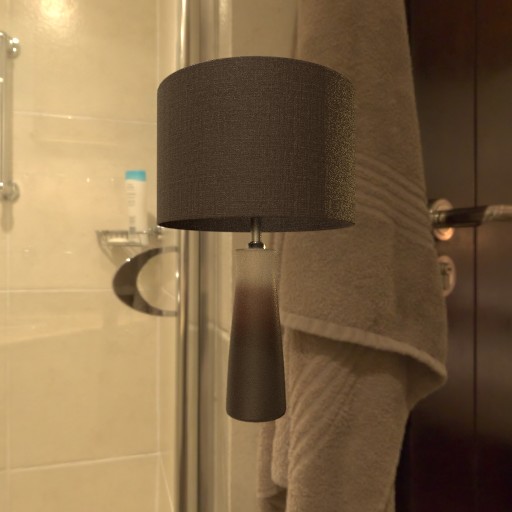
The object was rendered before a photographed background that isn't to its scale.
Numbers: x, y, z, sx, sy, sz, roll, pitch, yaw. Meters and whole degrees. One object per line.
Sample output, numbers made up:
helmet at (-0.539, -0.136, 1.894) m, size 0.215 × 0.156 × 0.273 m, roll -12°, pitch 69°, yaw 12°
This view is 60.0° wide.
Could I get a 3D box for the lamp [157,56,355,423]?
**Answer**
lamp at (0.000, 0.000, 0.692) m, size 0.303 × 0.488 × 0.303 m, roll 0°, pitch -1°, yaw 0°
